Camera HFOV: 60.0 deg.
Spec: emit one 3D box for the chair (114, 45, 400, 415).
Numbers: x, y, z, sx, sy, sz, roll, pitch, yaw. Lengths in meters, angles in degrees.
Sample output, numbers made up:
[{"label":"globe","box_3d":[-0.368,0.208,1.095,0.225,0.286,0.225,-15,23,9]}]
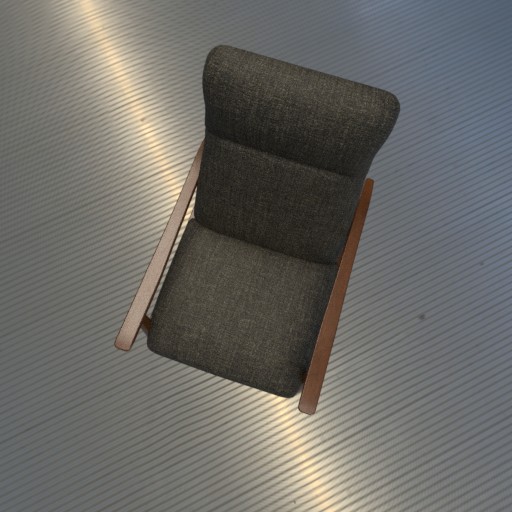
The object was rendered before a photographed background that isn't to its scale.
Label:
[{"label":"chair","box_3d":[0.000,0.000,1.777,0.762,1.082,1.014,18,77,4]}]
